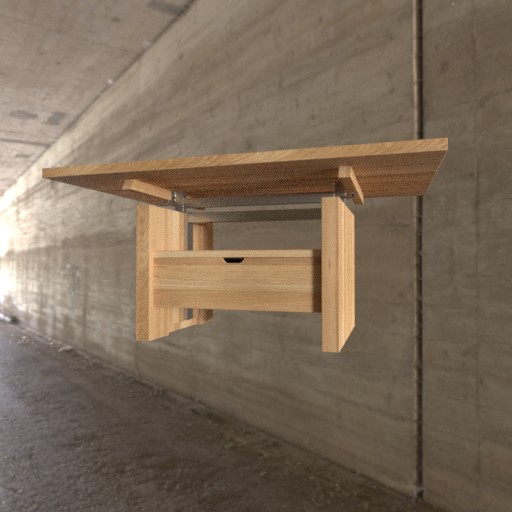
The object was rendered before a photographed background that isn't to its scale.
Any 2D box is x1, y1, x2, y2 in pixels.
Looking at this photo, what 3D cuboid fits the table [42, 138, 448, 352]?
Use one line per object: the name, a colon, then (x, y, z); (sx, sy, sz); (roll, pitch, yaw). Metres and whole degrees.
table: (0.000, 0.000, 1.472); (1.100, 0.510, 0.700); (0, -1, 17)
